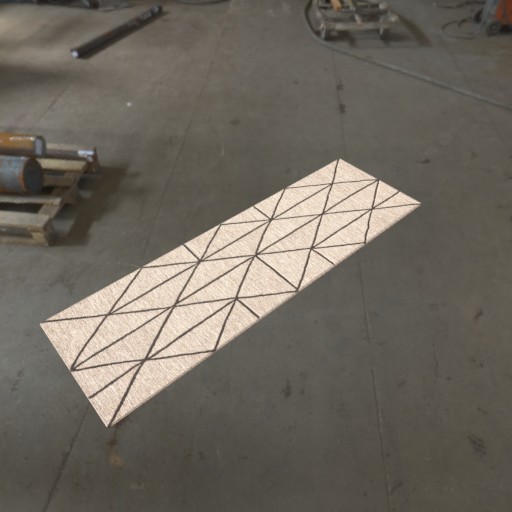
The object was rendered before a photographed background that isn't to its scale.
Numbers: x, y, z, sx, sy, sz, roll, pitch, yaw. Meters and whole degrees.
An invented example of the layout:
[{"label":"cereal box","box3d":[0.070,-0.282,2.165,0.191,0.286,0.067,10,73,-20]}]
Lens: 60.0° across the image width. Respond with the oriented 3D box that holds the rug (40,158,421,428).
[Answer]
[{"label":"rug","box3d":[0.000,0.000,2.756,2.438,0.012,0.762,-32,53,-28]}]
